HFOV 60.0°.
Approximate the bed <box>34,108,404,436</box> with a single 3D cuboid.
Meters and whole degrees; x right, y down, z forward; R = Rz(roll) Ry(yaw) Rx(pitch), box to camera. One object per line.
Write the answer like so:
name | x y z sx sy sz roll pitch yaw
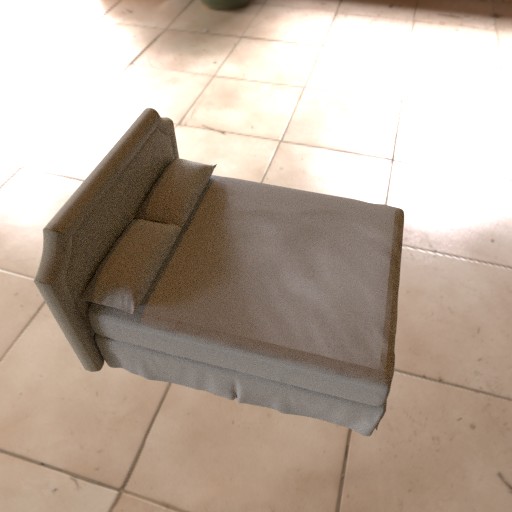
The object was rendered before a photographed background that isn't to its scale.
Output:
bed | 0.000 0.000 3.229 2.164 1.297 1.828 12 49 10
